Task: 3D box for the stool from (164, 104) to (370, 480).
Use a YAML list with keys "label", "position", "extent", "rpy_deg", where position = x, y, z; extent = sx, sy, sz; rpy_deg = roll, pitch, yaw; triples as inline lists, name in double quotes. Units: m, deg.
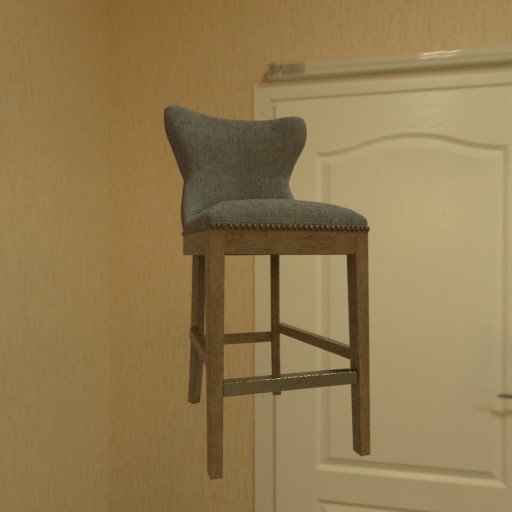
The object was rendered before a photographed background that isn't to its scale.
- label: "stool"
  position: [0.000, 0.000, 1.315]
  extent: [0.498, 0.981, 0.608]
  rpy_deg: [0, 1, -18]
